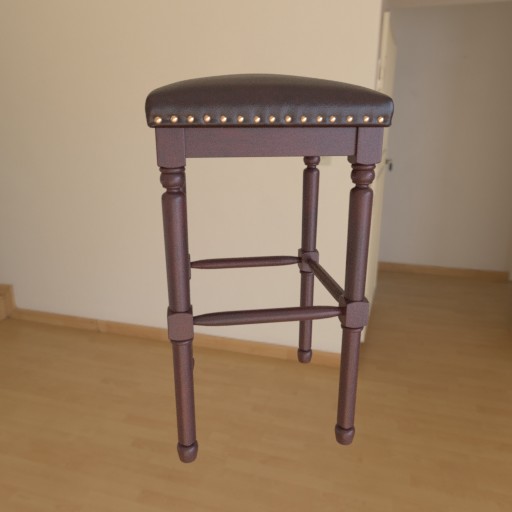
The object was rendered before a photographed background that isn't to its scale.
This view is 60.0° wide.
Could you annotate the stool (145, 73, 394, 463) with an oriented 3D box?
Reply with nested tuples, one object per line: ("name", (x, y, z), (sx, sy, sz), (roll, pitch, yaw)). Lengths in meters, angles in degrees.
("stool", (0.000, 0.000, 0.925), (0.383, 0.702, 0.382), (-3, 17, -8))
